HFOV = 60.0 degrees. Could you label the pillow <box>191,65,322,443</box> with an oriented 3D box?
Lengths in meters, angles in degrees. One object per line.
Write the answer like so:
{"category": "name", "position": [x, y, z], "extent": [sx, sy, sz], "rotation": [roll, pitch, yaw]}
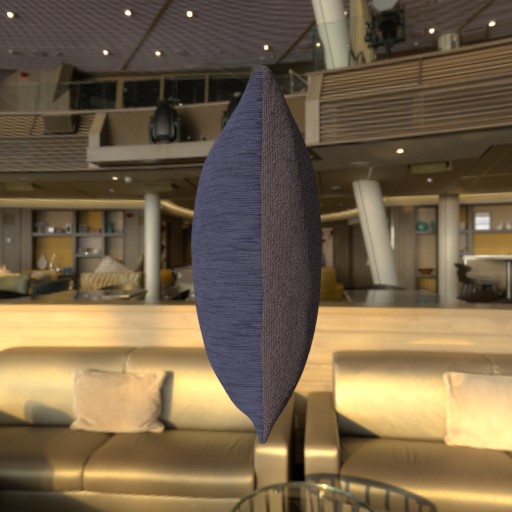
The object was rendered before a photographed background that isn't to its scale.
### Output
{"category": "pillow", "position": [0.000, 0.000, 0.720], "extent": [0.204, 0.439, 0.452], "rotation": [0, 0, 0]}
